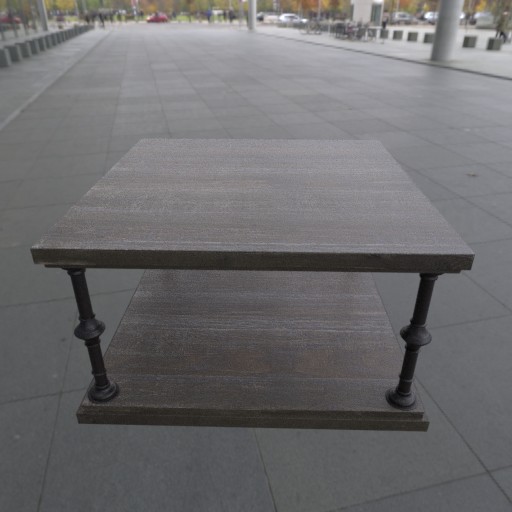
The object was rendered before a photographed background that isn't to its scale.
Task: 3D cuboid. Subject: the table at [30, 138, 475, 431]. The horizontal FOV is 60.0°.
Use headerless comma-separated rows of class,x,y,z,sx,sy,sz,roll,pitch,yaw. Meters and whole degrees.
table,0.000,0.000,1.093,0.696,0.400,0.696,1,29,1
